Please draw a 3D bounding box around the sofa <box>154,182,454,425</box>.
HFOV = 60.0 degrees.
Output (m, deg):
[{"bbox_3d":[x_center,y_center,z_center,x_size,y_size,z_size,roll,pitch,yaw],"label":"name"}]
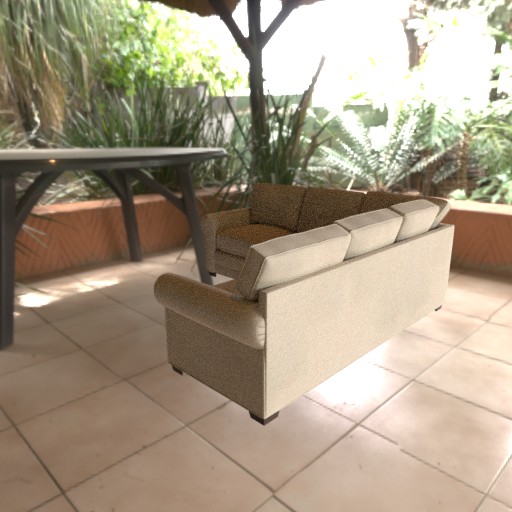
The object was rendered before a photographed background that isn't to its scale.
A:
[{"bbox_3d":[0.000,0.000,3.982,2.487,1.054,2.569,15,21,42],"label":"sofa"}]
